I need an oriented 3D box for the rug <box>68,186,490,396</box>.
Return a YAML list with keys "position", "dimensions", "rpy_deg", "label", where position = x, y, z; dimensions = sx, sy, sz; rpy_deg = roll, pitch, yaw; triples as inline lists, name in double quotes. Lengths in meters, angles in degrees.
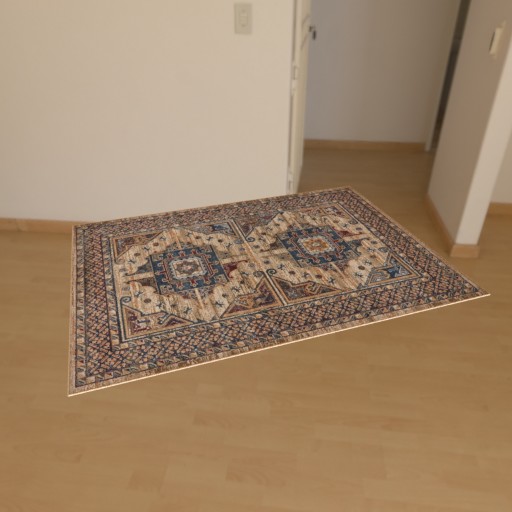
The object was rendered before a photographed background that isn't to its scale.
- position: [0.000, 0.000, 2.825]
  dimensions: [2.227, 0.008, 1.611]
  rpy_deg: [-10, 34, -16]
  label: "rug"
